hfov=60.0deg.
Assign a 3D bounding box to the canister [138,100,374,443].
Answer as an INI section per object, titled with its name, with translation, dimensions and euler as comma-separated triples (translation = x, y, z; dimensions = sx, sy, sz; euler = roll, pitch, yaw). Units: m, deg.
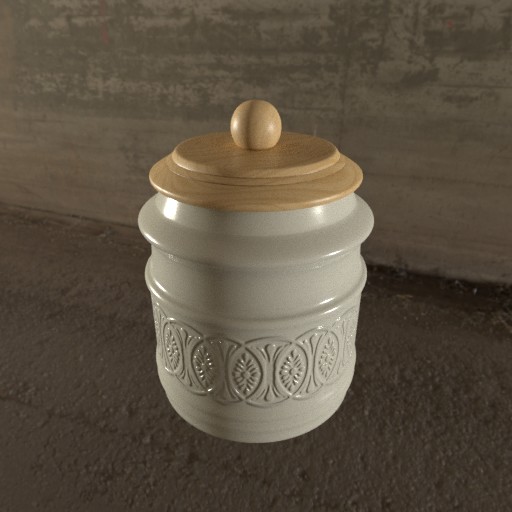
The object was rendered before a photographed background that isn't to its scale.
[canister]
translation = 0.000, 0.000, 0.264
dimensions = 0.130, 0.176, 0.130
euler = 0, 27, 0
